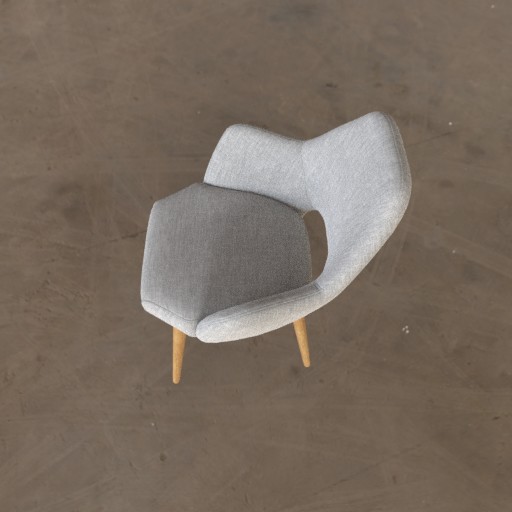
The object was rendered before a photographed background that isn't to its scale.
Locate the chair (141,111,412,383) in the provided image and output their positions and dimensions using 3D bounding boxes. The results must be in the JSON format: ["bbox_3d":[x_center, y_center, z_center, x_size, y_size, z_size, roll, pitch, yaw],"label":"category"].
[{"bbox_3d":[0.000,0.000,1.246,0.610,0.840,0.590,-1,59,-1],"label":"chair"}]
